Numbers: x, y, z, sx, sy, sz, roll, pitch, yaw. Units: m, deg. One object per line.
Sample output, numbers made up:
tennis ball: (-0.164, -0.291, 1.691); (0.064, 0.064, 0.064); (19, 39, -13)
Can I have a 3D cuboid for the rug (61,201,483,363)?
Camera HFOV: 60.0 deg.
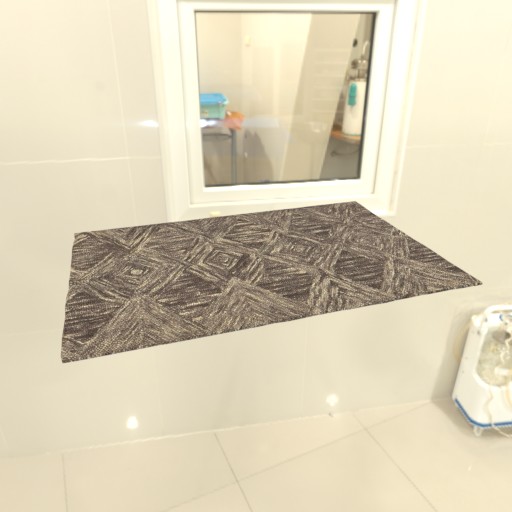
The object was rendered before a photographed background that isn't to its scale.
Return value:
rug: (0.000, 0.000, 2.286); (1.814, 0.012, 1.186); (-8, 27, -16)
